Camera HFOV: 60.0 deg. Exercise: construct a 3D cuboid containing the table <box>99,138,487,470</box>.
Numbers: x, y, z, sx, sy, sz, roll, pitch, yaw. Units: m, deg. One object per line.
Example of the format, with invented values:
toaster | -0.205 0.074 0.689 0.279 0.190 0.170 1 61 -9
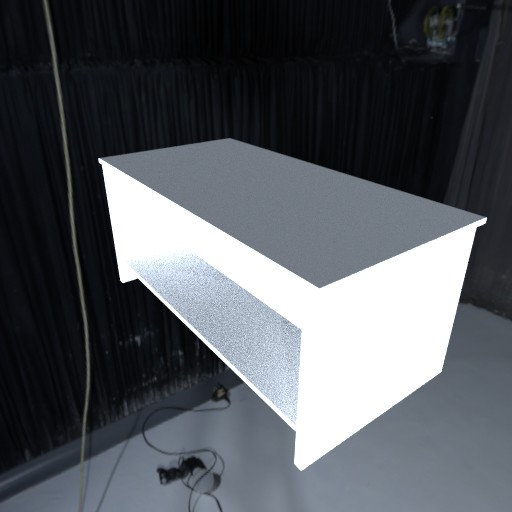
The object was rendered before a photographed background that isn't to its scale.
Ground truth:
table | 0.000 0.000 1.282 0.500 0.441 1.000 -19 32 -32
